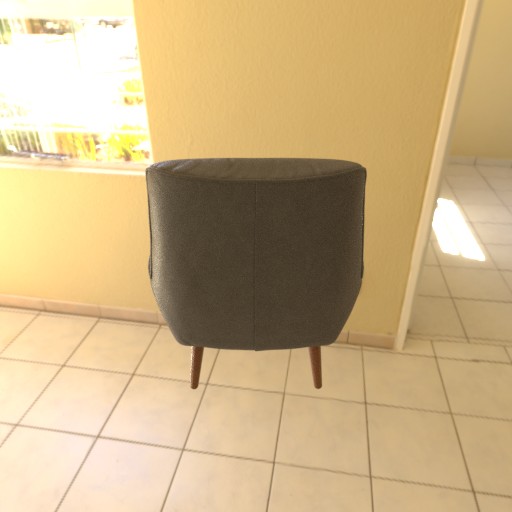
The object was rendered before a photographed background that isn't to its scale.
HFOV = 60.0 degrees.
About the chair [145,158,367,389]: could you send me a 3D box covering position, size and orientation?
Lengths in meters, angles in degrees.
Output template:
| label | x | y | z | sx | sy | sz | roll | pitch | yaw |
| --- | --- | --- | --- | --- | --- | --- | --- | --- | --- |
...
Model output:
| label | x | y | z | sx | sy | sz | roll | pitch | yaw |
| --- | --- | --- | --- | --- | --- | --- | --- | --- | --- |
| chair | 0.000 | 0.000 | 1.516 | 0.787 | 0.888 | 0.822 | 0 | 30 | 0 |
